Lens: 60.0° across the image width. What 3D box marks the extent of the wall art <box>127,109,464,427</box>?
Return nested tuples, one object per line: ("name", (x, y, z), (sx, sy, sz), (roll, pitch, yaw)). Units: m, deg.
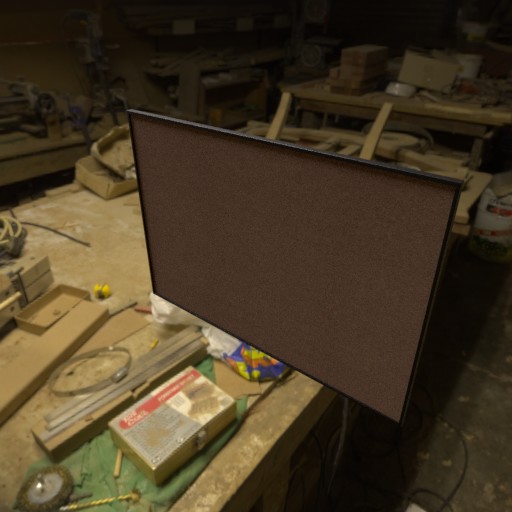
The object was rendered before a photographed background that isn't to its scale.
("wall art", (0.000, 0.000, 1.229), (0.957, 0.660, 0.019), (22, 37, 32))
